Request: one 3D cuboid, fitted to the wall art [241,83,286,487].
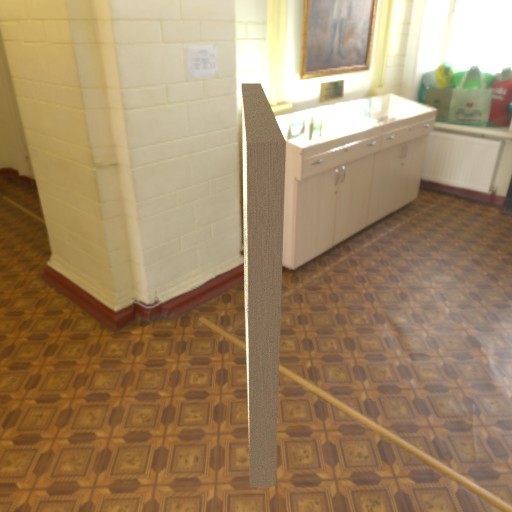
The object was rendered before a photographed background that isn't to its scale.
[{"bbox_3d":[0.000,0.000,0.765,0.038,0.506,0.508,-1,27,-2],"label":"wall art"}]
